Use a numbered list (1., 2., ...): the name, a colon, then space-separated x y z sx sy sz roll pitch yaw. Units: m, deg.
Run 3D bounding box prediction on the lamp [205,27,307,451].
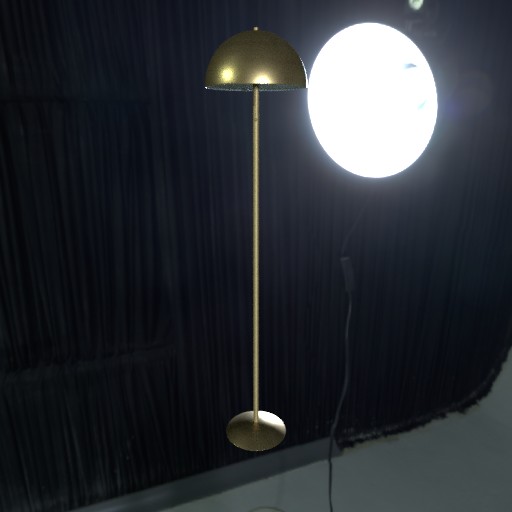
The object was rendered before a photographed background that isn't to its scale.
1. lamp: 0.000 0.000 1.590 0.328 1.480 0.328 -8 19 -24
